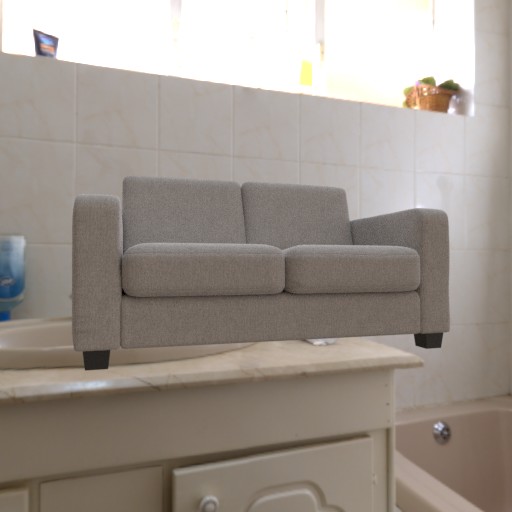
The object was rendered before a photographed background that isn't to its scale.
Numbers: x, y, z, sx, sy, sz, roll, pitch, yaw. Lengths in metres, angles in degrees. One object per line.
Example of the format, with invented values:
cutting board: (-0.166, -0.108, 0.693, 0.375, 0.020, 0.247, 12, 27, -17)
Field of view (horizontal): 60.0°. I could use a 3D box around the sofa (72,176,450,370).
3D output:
sofa: (0.000, 0.000, 2.088, 1.540, 0.800, 0.900, 0, -1, -16)
